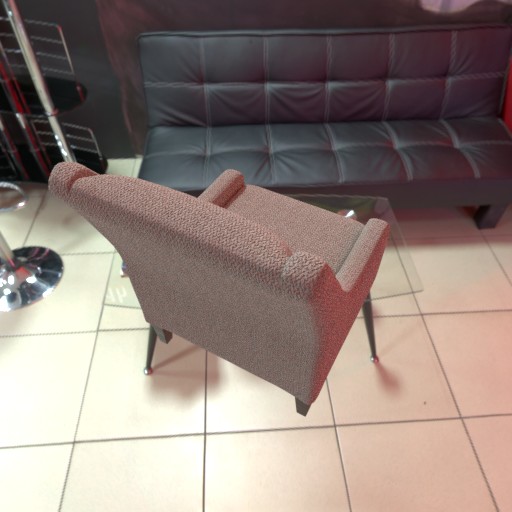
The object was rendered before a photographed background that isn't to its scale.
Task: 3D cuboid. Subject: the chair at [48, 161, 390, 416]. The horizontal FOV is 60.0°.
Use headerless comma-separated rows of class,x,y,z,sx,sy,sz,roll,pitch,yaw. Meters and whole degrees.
chair,0.000,0.000,1.600,0.774,1.014,0.870,22,51,20
